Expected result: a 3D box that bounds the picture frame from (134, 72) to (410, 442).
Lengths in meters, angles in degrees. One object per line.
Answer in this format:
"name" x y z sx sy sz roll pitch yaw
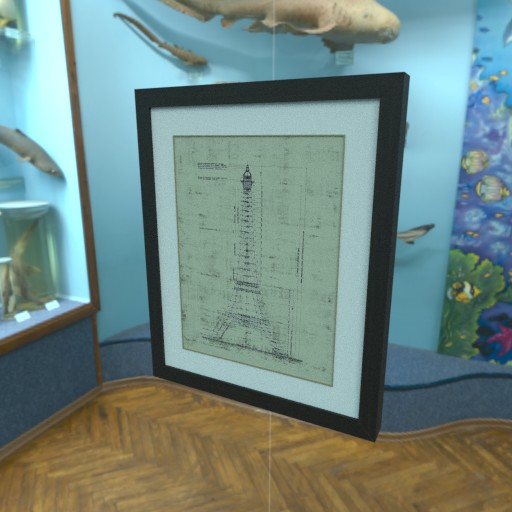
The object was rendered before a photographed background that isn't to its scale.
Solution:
"picture frame" 0.000 0.000 0.760 0.452 0.555 0.044 7 17 26
